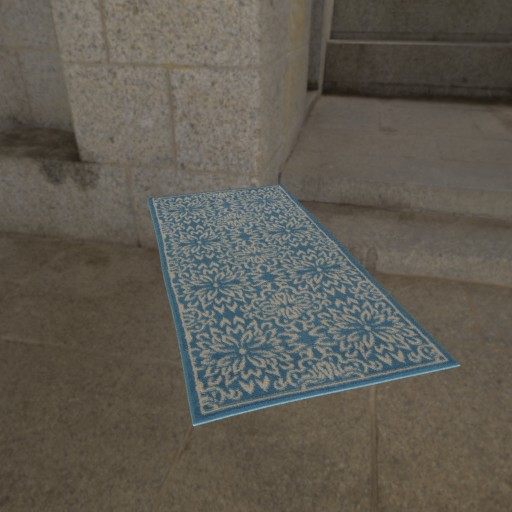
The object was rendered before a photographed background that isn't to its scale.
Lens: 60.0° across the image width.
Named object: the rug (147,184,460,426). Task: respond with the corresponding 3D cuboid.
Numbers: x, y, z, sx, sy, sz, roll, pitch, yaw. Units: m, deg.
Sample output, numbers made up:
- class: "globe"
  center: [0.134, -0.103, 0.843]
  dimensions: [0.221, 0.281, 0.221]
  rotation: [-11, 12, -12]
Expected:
- class: "rug"
  center: [0.000, 0.000, 1.432]
  dimensions: [0.604, 0.007, 1.219]
  rotation: [-8, 30, -14]
